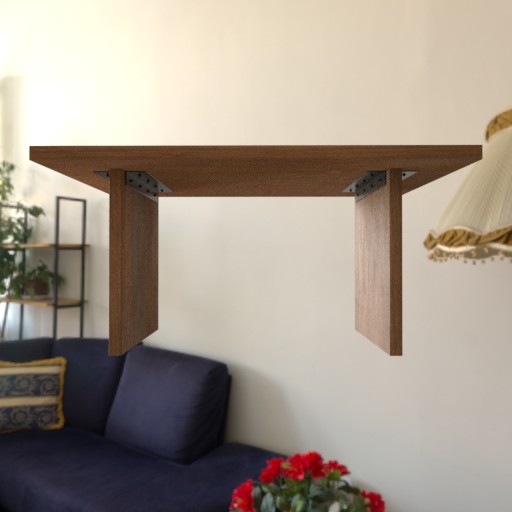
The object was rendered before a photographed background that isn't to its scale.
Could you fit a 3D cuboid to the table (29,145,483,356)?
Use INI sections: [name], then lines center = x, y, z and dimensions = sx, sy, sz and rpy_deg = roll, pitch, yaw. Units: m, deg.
[table]
center = 0.000, 0.000, 2.042
dimensions = 1.609, 0.780, 0.946
rpy_deg = 0, 0, 0
